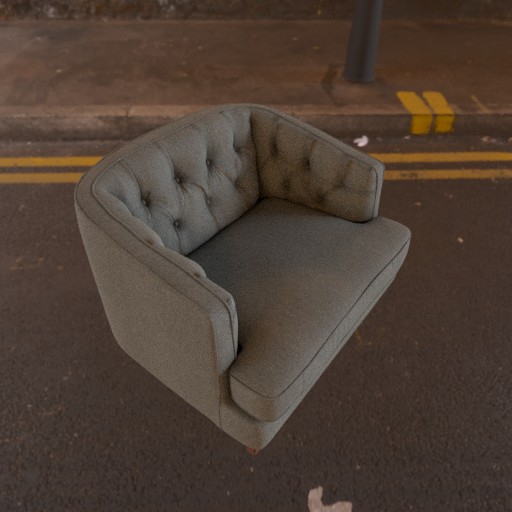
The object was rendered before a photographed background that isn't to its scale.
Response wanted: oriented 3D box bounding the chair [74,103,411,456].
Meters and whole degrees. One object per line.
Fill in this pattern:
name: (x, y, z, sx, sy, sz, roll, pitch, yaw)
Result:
chair: (0.000, 0.000, 1.782, 0.945, 0.852, 1.094, 26, 47, 28)
